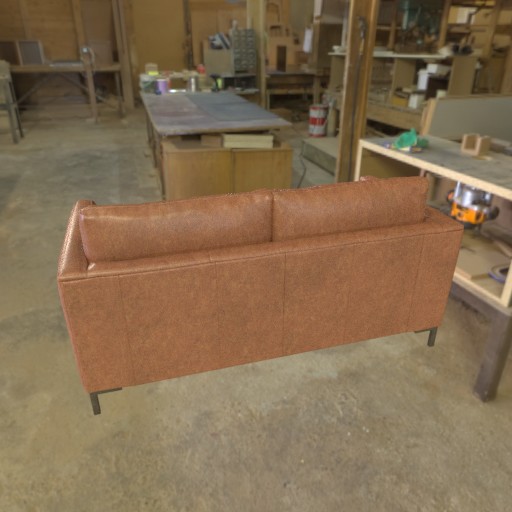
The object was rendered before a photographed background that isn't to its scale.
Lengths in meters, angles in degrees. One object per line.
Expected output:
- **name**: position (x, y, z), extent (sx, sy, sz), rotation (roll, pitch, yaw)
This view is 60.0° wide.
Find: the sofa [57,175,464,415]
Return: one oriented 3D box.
- **sofa**: position (0.000, 0.000, 2.293), extent (1.797, 0.883, 0.899), rotation (-8, 27, -15)
